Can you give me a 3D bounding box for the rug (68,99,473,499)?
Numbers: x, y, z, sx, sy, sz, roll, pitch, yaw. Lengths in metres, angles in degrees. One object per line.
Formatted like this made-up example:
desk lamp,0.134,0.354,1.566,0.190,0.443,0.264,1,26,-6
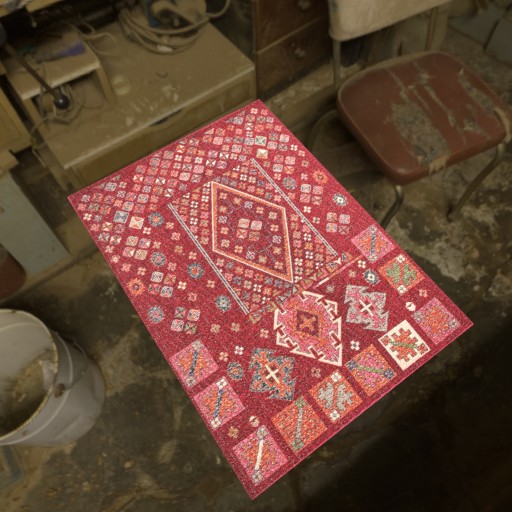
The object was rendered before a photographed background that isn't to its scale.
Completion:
rug,0.000,0.000,2.788,1.579,0.007,2.184,-32,67,-15
